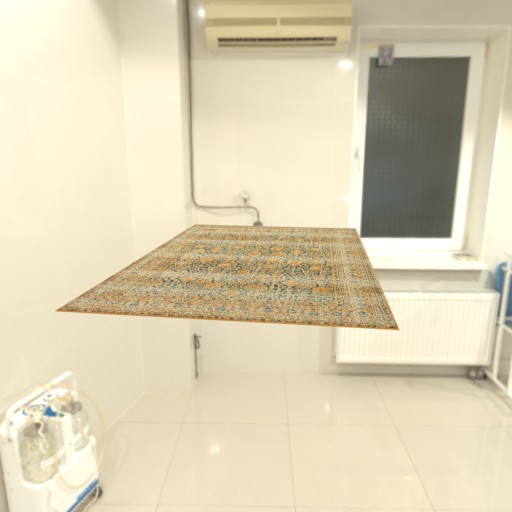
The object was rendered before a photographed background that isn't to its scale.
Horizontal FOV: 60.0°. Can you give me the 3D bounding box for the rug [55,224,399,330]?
[{"bbox_3d":[0.000,0.000,3.050,1.525,0.007,2.336,2,14,8],"label":"rug"}]
